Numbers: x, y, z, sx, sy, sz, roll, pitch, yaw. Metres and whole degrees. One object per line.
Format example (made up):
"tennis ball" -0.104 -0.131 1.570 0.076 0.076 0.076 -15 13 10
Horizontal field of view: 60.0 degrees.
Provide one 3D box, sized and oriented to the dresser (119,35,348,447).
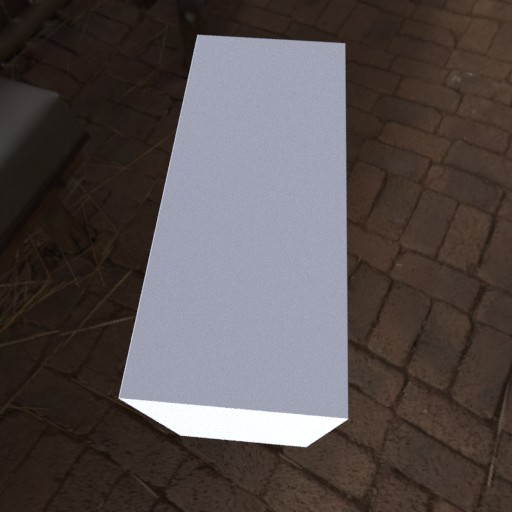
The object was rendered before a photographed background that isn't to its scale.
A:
"dresser" 0.000 0.000 1.495 0.460 0.820 1.100 4 63 2
